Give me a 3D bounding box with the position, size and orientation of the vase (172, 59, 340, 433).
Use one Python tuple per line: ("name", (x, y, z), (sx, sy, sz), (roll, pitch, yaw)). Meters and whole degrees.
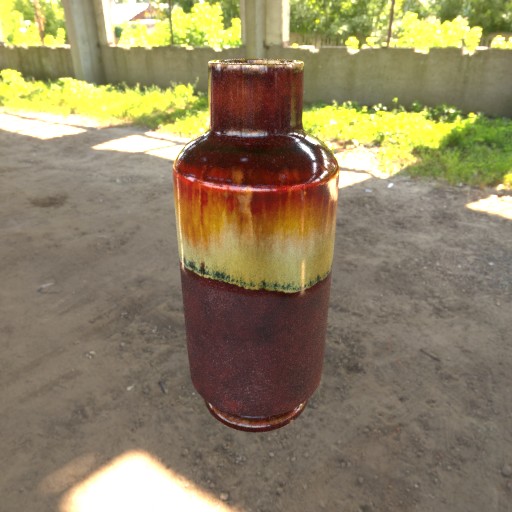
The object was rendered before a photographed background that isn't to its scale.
("vase", (0.000, 0.000, 0.324), (0.111, 0.261, 0.111), (0, 27, 0))
